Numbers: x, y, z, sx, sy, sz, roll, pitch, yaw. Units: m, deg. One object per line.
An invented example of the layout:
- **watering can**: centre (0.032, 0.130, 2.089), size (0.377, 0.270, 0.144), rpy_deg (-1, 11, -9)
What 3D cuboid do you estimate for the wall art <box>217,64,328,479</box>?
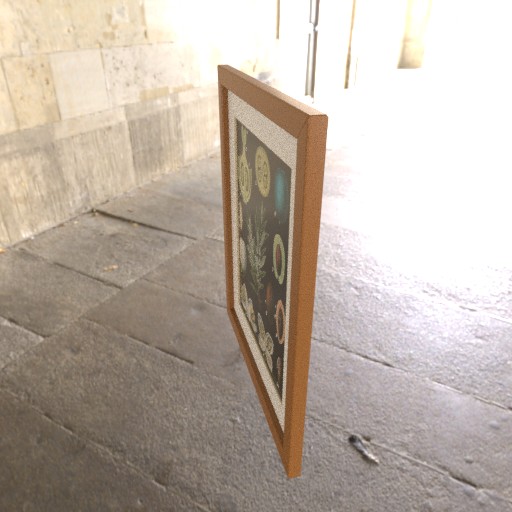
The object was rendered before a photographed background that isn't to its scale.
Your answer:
- **wall art**: centre (0.000, 0.000, 0.745), size (0.021, 0.550, 0.449), rpy_deg (-8, 30, -13)
